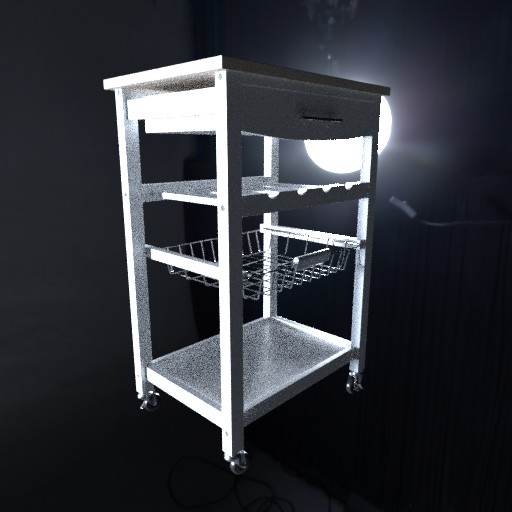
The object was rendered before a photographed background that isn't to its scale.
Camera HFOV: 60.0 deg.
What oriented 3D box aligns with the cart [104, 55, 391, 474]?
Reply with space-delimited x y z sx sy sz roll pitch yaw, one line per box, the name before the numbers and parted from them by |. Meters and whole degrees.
cart | 0.000 0.000 1.174 0.406 0.857 0.578 13 19 43
